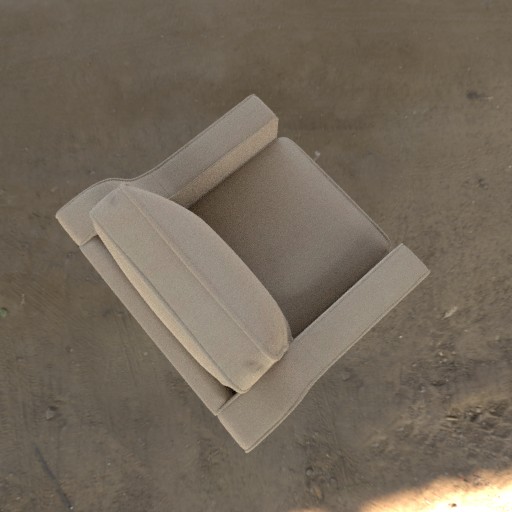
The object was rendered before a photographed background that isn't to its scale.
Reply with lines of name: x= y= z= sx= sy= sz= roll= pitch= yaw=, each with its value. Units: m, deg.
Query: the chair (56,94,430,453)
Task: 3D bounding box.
chair: x=0.000 y=0.000 z=1.651 sx=0.882 sy=0.948 sz=0.922 roll=-40 pitch=79 yaw=-9
